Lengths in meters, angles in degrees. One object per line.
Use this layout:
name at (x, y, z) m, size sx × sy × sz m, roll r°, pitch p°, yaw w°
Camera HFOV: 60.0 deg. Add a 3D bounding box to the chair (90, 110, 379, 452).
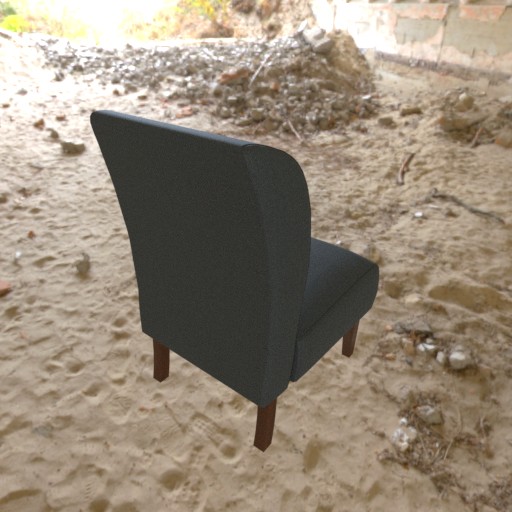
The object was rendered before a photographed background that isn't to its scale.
chair at (0.000, 0.000, 1.208) m, size 0.513 × 0.804 × 0.592 m, roll 21°, pitch 36°, yaw 32°
